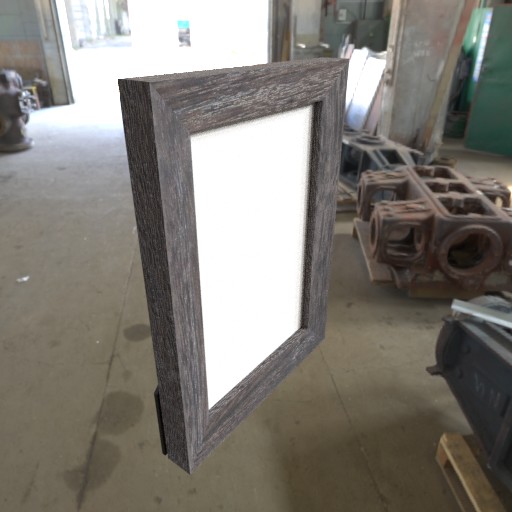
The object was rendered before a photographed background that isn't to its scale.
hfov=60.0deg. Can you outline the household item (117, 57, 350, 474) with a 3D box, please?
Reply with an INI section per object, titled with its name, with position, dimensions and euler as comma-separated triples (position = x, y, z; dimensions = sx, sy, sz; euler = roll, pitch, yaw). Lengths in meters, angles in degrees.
[household item]
position = 0.000, 0.000, 0.228
dimensions = 0.020, 0.180, 0.133
euler = 19, 33, 32
